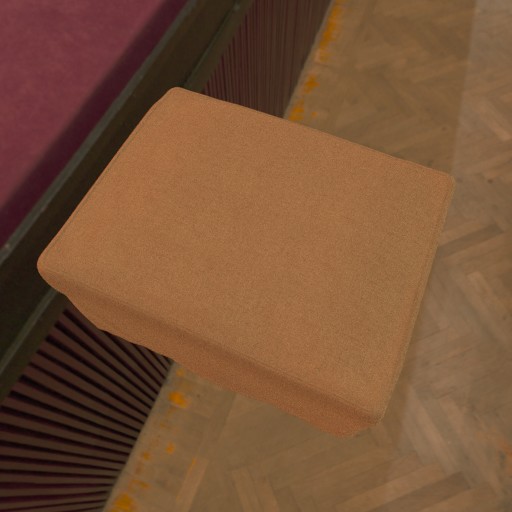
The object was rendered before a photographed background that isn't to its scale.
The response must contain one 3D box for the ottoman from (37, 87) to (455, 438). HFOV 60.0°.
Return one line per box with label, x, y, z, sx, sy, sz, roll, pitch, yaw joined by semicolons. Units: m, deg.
ottoman;0.000;0.000;1.218;0.833;0.485;0.650;21;65;11
